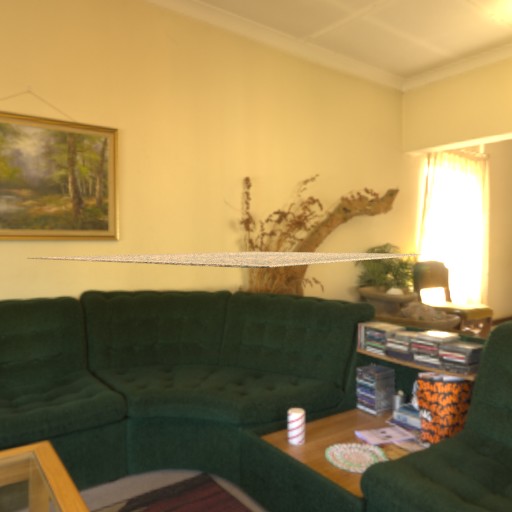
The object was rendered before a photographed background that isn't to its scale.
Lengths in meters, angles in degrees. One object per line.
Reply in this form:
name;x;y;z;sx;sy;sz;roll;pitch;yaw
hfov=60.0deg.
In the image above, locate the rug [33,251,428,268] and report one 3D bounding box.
rug;0.000;0.000;4.367;2.464;0.010;3.327;1;2;37
